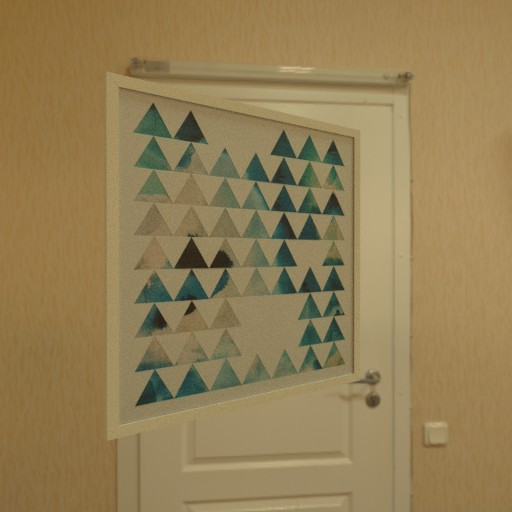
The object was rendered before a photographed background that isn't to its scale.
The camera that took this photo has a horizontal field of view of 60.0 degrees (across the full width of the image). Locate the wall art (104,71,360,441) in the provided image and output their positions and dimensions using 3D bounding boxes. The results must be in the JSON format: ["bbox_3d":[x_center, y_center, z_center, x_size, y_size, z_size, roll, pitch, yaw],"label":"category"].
[{"bbox_3d":[0.000,0.000,0.833,0.557,0.557,0.012,0,0,-35],"label":"wall art"}]
